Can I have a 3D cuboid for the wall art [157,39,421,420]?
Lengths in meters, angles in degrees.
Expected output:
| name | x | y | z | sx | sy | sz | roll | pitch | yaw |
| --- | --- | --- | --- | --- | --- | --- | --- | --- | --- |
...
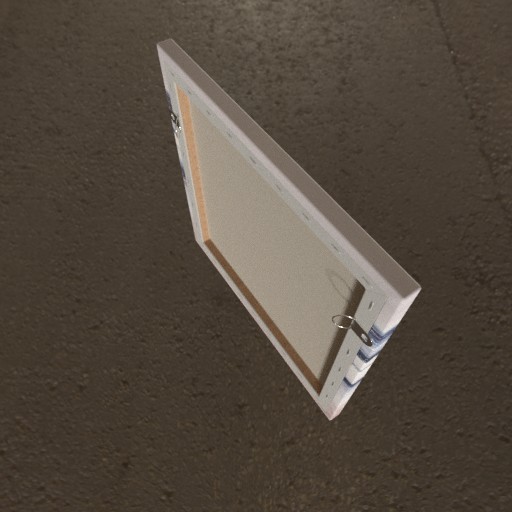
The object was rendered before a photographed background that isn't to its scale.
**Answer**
| name | x | y | z | sx | sy | sz | roll | pitch | yaw |
| --- | --- | --- | --- | --- | --- | --- | --- | --- | --- |
| wall art | 0.000 | 0.000 | 1.108 | 0.065 | 0.747 | 0.755 | -30 | 62 | -18 |
